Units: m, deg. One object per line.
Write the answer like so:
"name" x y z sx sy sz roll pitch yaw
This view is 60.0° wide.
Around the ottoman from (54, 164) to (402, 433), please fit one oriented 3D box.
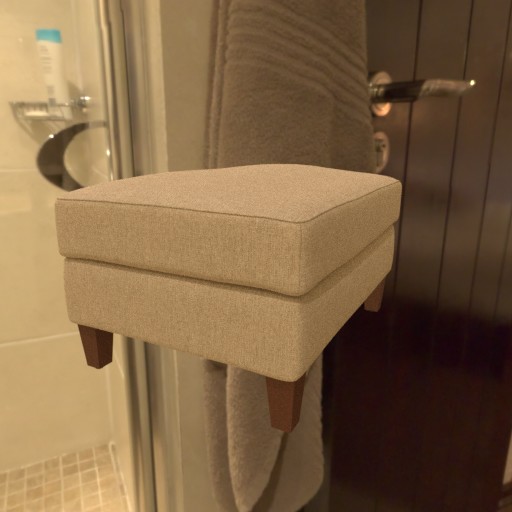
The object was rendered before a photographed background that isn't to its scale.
"ottoman" 0.000 0.000 1.327 0.677 0.519 0.898 8 17 27
